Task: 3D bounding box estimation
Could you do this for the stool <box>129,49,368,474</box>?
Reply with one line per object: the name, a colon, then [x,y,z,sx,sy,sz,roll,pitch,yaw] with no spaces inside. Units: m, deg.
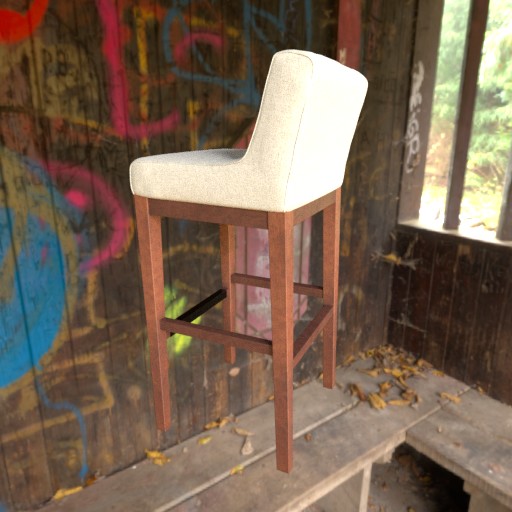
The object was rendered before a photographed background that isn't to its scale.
stool: [0.000,0.000,1.307,0.500,1.037,0.511,8,18,24]
